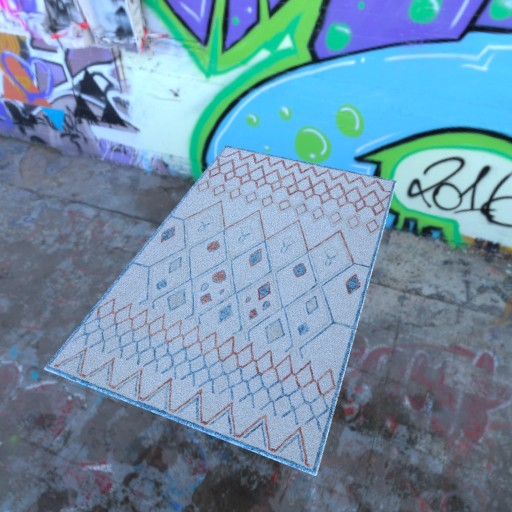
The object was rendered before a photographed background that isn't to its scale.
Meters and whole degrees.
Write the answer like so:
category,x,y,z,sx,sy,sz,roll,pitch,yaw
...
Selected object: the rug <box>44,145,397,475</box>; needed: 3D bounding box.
category,x,y,z,sx,sy,sz,roll,pitch,yaw
rug,0.000,0.000,3.007,1.524,0.015,2.438,15,47,15
